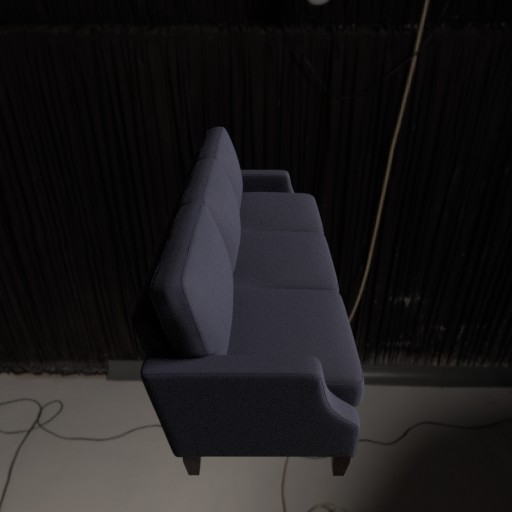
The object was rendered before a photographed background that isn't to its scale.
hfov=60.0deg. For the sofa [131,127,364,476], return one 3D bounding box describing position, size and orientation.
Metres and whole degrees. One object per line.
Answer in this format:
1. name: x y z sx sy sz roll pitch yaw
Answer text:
1. sofa: 0.000 0.000 2.537 0.888 0.984 2.115 0 31 0
